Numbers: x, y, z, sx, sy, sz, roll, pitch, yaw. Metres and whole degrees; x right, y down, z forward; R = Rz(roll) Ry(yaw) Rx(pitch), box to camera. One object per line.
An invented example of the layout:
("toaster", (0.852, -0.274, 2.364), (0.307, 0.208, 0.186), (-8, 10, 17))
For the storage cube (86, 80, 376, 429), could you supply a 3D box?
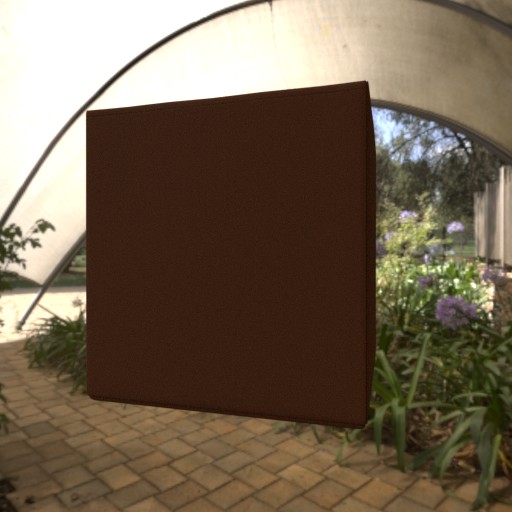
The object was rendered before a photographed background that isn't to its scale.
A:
("storage cube", (0.000, 0.000, 0.516), (0.270, 0.280, 0.270), (0, 0, 16))
